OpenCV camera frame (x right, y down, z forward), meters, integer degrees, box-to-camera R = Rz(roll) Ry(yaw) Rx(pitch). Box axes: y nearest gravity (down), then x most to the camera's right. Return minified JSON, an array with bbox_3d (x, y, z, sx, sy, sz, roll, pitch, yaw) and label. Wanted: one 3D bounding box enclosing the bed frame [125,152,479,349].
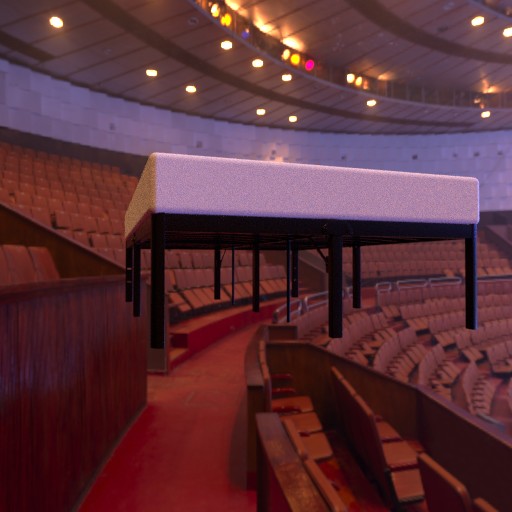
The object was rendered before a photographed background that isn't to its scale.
[{"bbox_3d":[0.000,0.000,2.612,1.408,0.659,1.956,0,-1,-19],"label":"bed frame"}]
